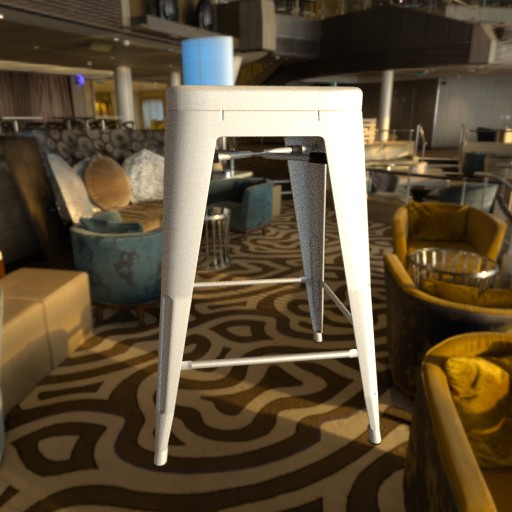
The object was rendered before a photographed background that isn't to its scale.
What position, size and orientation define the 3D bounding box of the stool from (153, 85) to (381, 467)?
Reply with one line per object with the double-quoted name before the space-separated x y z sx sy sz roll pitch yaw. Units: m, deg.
"stool" 0.000 0.000 0.875 0.406 0.610 0.406 -2 17 -8
